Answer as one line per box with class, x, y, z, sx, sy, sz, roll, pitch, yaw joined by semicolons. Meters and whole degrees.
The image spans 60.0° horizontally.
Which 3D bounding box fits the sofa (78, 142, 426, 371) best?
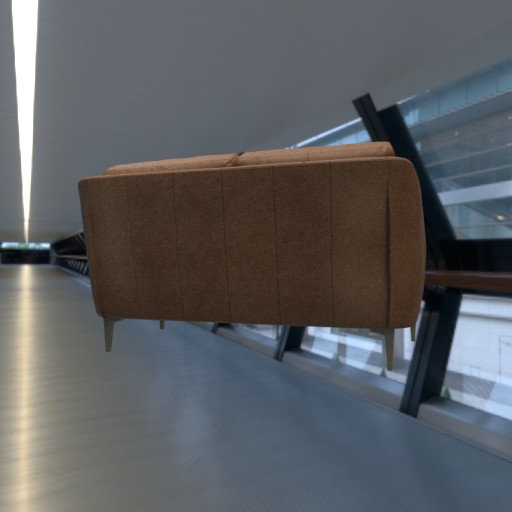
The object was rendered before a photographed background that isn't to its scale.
sofa;0.000;0.000;2.193;1.619;0.902;0.960;0;-1;17
